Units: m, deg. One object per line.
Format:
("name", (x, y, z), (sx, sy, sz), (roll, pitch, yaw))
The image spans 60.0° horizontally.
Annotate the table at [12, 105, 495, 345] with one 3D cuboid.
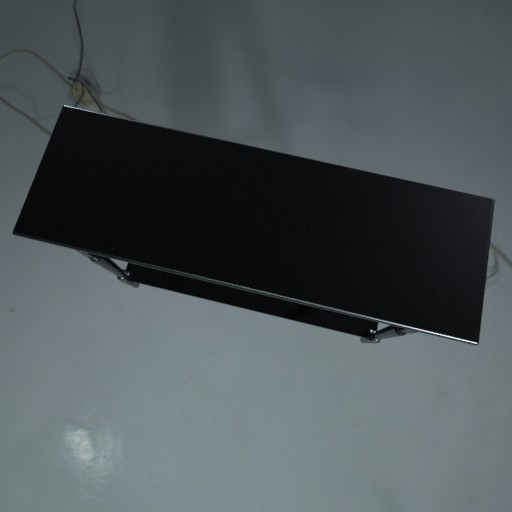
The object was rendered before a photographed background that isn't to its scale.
("table", (0.000, 0.000, 1.534), (1.191, 0.819, 0.386), (13, 76, 3))
